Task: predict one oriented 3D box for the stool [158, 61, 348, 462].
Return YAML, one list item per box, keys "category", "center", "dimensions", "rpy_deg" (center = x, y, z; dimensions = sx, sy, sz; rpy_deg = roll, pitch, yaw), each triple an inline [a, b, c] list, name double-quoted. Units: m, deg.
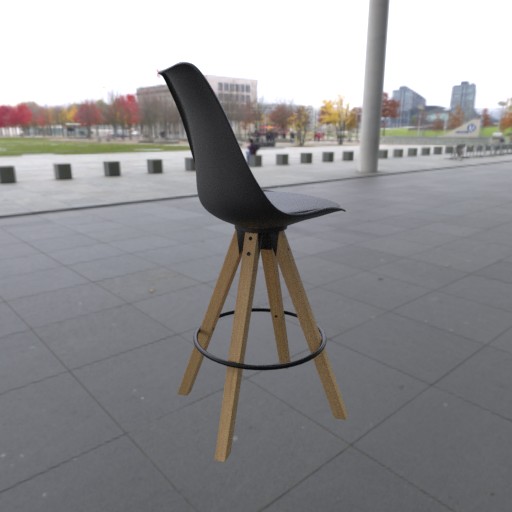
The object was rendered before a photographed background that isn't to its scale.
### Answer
- category: "stool"
  center: [0.000, 0.000, 1.441]
  dimensions: [0.550, 1.115, 0.485]
  rpy_deg: [-8, 17, -25]
